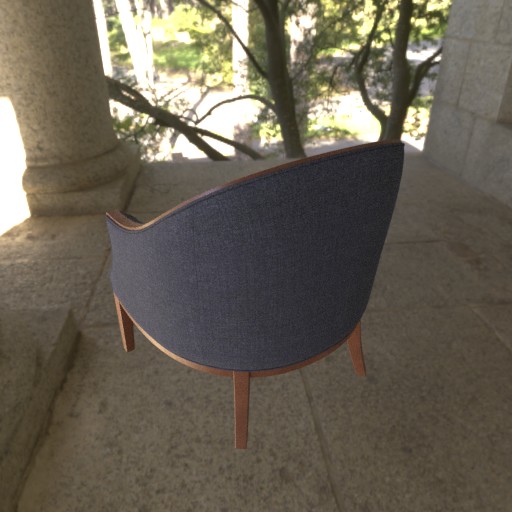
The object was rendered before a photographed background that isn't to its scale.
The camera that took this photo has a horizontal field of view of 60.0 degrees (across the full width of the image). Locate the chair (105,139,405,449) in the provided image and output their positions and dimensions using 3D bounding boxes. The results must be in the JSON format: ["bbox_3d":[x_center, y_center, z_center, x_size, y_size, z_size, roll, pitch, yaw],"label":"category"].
[{"bbox_3d":[0.000,0.000,1.453,0.803,0.876,0.735,-19,34,-30],"label":"chair"}]
